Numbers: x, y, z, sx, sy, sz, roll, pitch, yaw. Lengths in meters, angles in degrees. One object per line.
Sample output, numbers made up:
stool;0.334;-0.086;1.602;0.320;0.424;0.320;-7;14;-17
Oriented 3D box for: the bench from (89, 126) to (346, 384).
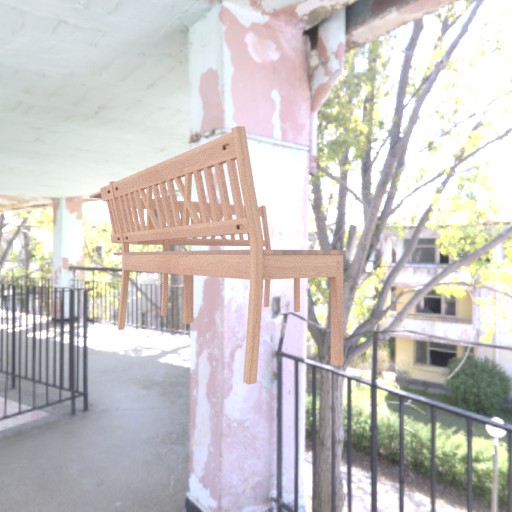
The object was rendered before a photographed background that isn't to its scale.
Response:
bench;0.000;0.000;2.760;1.537;0.902;1.937;0;0;-35
